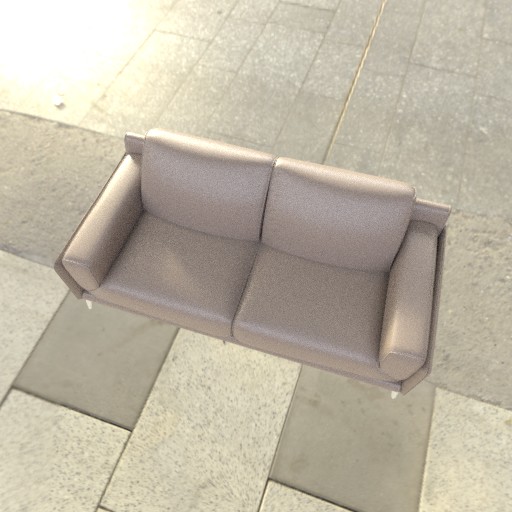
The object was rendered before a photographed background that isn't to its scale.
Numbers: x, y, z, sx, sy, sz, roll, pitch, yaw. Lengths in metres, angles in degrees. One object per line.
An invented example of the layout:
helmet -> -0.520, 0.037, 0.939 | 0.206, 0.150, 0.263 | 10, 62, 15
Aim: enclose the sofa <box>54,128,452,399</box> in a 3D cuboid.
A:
sofa -> 0.000, 0.000, 2.636 | 2.101, 0.930, 1.049 | 15, 60, 9
